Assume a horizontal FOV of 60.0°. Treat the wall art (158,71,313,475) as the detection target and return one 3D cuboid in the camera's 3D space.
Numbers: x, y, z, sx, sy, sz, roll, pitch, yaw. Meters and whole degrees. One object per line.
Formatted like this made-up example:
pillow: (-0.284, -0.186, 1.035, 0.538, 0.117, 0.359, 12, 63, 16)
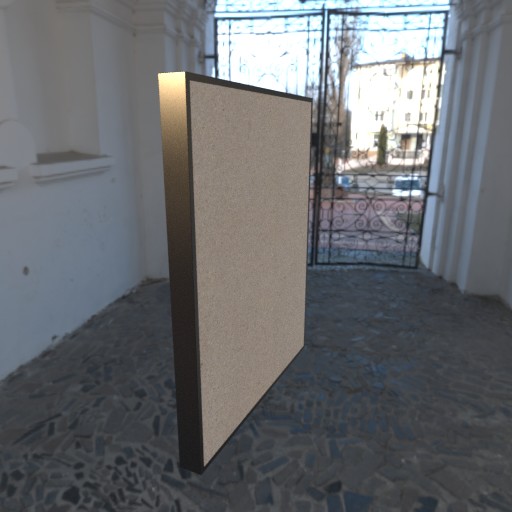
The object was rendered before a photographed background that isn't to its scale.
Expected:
wall art: (0.000, 0.000, 0.778, 0.038, 0.551, 0.448, 7, 17, 25)
